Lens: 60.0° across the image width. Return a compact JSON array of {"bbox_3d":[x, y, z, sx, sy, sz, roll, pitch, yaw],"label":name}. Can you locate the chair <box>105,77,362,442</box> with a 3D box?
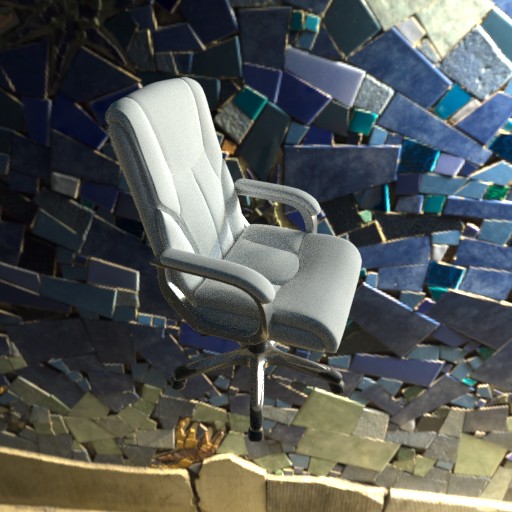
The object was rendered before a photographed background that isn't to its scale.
[{"bbox_3d":[0.000,0.000,1.573,0.738,1.120,0.687,10,33,17],"label":"chair"}]
